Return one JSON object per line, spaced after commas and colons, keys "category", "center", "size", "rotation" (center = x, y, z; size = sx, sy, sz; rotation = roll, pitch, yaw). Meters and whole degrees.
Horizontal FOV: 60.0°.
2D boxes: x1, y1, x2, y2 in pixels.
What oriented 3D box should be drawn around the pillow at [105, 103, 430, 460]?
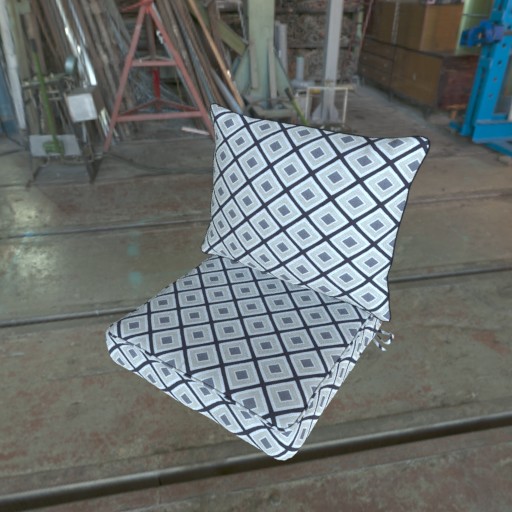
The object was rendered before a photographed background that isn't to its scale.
{"category": "pillow", "center": [0.000, 0.000, 1.363], "size": [0.798, 0.722, 0.733], "rotation": [20, 37, 28]}
